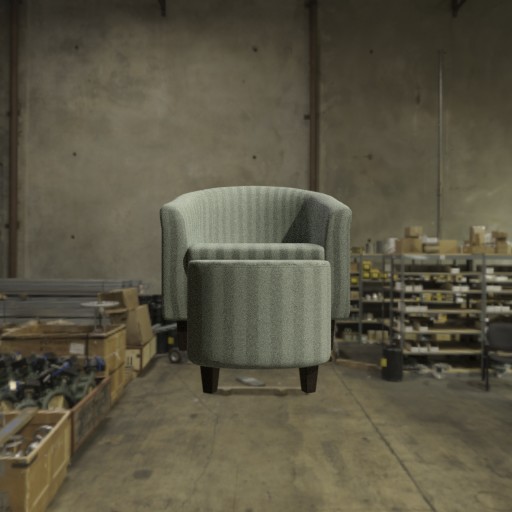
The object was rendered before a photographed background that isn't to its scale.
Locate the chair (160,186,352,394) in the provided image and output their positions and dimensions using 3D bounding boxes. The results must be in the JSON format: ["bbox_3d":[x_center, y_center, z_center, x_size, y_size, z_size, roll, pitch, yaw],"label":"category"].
[{"bbox_3d":[0.000,0.000,1.770,0.756,0.757,1.288,0,0,-1],"label":"chair"}]
